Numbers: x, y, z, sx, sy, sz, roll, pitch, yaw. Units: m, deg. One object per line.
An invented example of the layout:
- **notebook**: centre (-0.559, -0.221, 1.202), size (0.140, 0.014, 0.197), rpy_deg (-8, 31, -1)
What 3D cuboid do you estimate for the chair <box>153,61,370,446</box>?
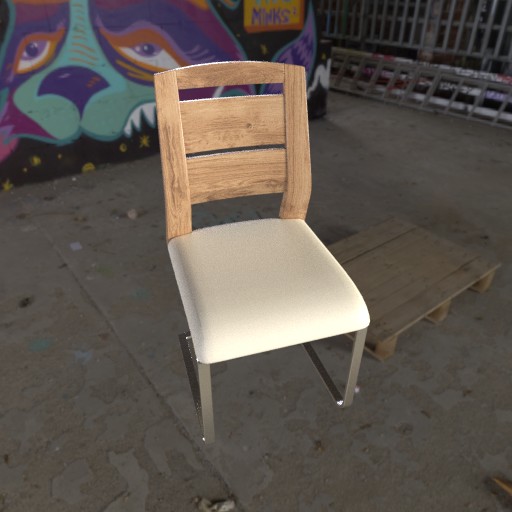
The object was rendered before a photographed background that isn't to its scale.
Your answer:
- **chair**: centre (0.000, 0.000, 1.261), size (0.457, 0.955, 0.561), rpy_deg (-10, 33, -15)
